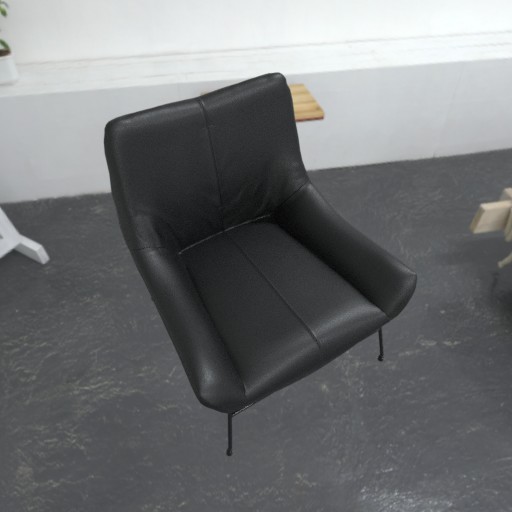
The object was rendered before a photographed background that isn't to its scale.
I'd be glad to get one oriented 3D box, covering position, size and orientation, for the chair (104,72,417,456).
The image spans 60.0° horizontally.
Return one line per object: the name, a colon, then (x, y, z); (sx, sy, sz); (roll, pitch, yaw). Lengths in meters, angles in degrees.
chair: (0.000, 0.000, 1.595); (0.836, 0.922, 0.826); (-24, 52, -21)
